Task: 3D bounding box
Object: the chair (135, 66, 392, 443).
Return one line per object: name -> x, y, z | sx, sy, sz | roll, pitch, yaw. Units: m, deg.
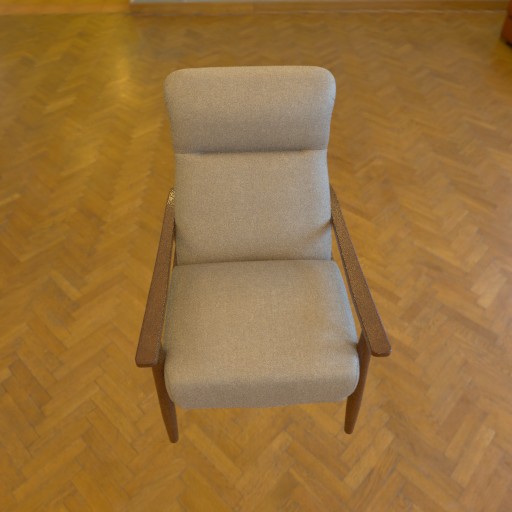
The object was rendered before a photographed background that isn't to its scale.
chair -> 0.000, 0.000, 1.725 | 0.762, 1.082, 1.030 | -2, 45, -2
